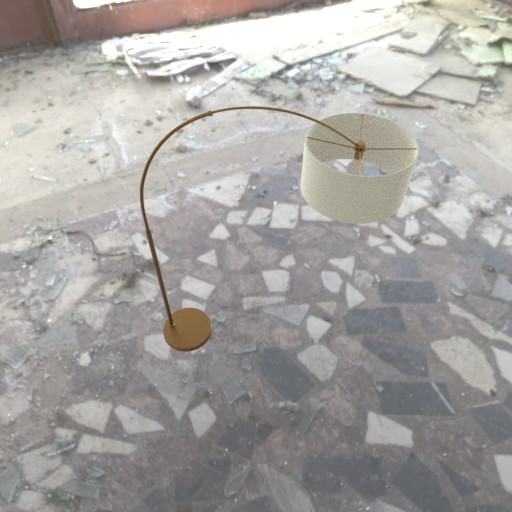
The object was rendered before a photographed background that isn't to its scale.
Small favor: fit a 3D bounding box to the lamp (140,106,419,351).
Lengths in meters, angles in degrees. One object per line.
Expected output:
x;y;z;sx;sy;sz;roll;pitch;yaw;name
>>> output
0.000;0.000;2.627;1.434;1.927;0.493;8;48;7;lamp
